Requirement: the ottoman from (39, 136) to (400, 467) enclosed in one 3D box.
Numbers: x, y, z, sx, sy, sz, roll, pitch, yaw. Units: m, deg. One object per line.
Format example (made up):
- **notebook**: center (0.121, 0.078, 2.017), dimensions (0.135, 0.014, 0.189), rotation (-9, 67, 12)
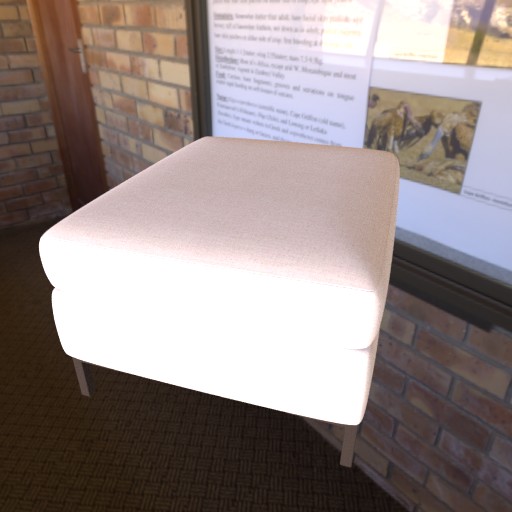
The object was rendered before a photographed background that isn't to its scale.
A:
- **ottoman**: center (0.000, 0.000, 1.147), dimensions (0.657, 0.453, 0.794), rotation (9, 30, 15)
